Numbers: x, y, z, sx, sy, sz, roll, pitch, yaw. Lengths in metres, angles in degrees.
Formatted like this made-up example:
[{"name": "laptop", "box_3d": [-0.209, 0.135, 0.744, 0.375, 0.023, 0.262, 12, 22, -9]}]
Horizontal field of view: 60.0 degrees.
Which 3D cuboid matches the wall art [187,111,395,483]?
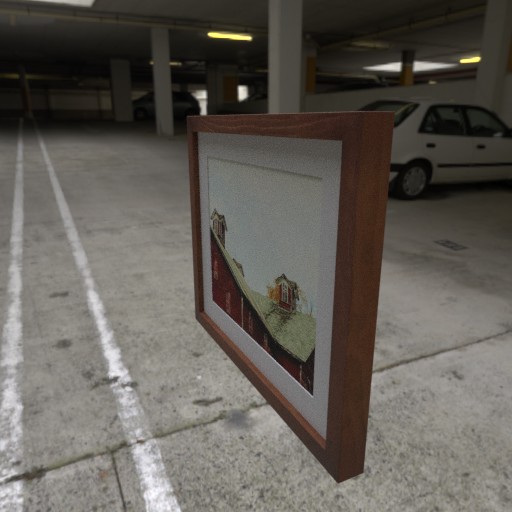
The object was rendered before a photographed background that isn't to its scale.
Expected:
[{"name": "wall art", "box_3d": [0.000, 0.000, 0.541, 0.030, 0.328, 0.401, -8, 19, -25]}]
